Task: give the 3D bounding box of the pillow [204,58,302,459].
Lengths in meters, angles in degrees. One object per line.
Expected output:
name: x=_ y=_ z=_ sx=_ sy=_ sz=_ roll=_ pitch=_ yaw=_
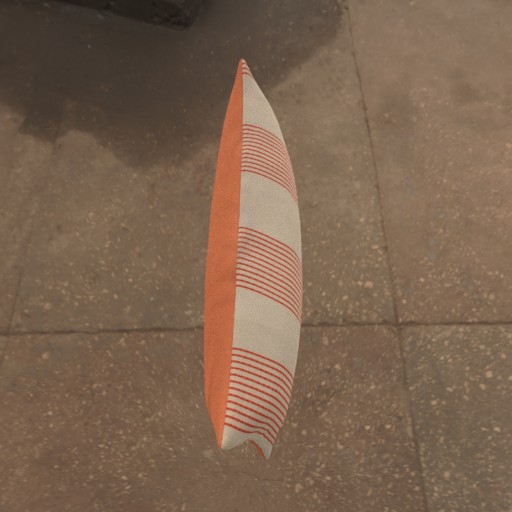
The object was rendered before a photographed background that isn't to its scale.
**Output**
pillow: x=0.000 y=0.000 z=0.736 sx=0.156 sy=0.292 sz=0.608 roll=1 pitch=63 yaw=1
